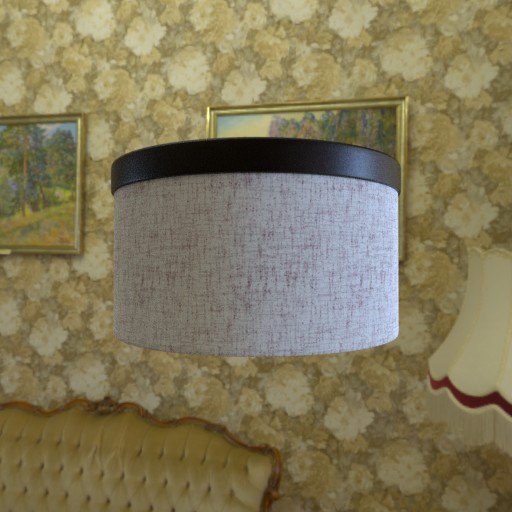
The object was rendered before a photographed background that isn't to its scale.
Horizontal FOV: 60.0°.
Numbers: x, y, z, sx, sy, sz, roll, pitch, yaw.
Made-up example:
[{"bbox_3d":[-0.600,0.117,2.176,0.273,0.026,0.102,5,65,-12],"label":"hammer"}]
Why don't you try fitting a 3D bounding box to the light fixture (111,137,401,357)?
[{"bbox_3d":[0.000,0.000,0.625,0.389,0.229,0.389,0,-1,0],"label":"light fixture"}]
